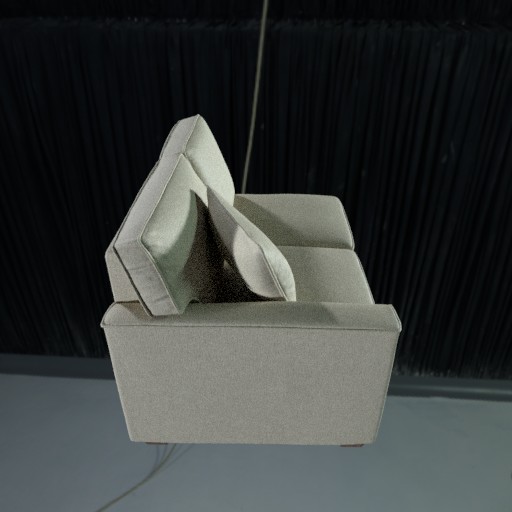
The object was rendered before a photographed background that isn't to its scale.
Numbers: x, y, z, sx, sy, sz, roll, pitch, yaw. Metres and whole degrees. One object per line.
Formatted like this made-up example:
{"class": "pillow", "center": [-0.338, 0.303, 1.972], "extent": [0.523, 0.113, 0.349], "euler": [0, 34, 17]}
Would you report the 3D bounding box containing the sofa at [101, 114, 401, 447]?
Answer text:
{"class": "sofa", "center": [0.000, 0.000, 2.078], "extent": [0.991, 0.989, 1.388], "euler": [0, 32, 1]}
